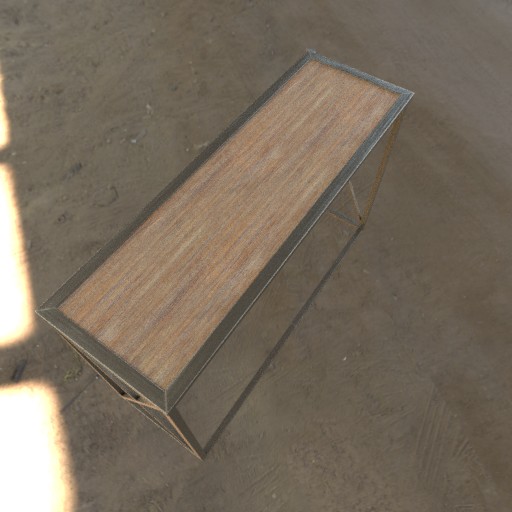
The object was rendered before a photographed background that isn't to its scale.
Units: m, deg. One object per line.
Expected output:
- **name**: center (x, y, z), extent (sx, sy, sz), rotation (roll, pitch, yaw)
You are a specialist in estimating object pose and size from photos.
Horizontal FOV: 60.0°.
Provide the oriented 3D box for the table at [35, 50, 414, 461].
- **table**: center (0.000, 0.000, 1.544), extent (0.402, 0.753, 1.216), rotation (31, 63, 18)
